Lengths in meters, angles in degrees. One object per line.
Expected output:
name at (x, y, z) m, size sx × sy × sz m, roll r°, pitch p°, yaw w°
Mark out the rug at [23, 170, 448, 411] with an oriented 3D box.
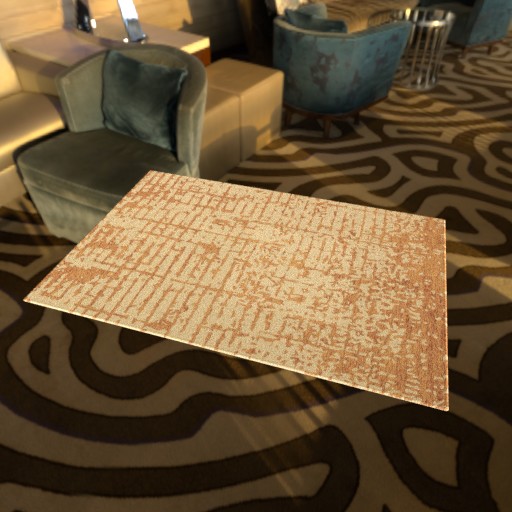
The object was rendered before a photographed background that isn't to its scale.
rug at (0.000, 0.000, 2.239) m, size 1.829 × 0.011 × 1.219 m, roll 12°, pitch 42°, yaw 13°
